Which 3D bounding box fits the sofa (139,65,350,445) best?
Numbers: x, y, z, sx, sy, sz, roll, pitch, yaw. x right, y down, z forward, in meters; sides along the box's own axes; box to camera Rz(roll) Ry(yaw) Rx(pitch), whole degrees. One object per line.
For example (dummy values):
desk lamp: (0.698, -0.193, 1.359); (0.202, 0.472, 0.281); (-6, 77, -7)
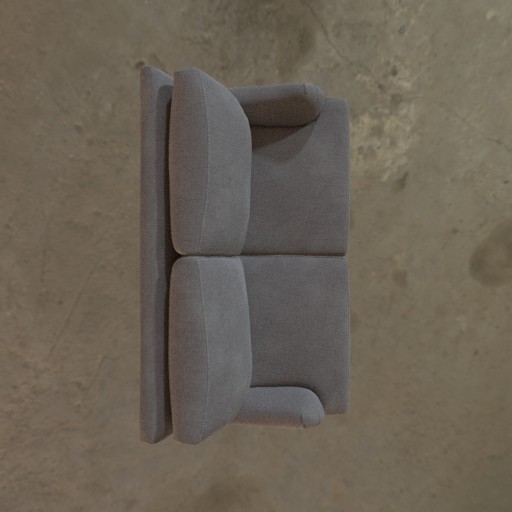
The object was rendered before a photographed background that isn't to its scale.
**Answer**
sofa: (0.000, 0.000, 2.516); (1.084, 1.101, 1.853); (0, 90, 1)
